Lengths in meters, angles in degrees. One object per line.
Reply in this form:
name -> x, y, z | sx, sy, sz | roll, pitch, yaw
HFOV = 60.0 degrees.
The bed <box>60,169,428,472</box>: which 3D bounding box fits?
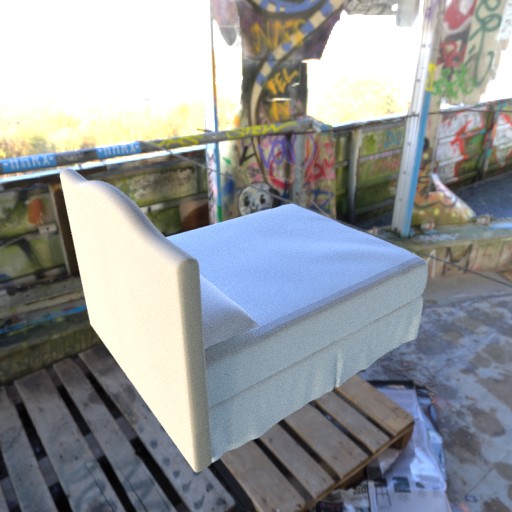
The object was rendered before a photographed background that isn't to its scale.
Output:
bed -> 0.000, 0.000, 3.172 | 2.052, 1.398, 1.678 | -19, 32, -32
